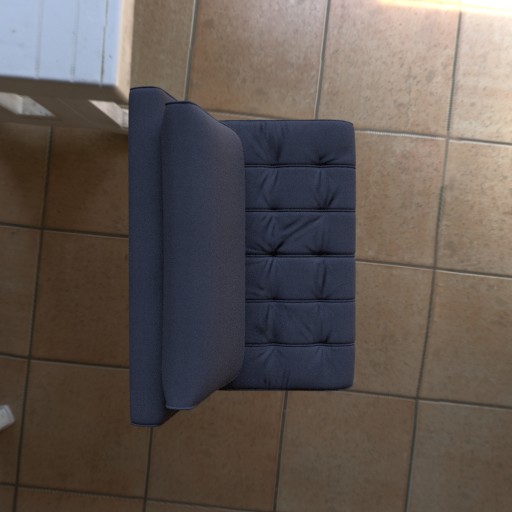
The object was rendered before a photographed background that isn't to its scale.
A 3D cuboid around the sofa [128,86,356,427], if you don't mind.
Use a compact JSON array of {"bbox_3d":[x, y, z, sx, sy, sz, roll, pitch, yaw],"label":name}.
[{"bbox_3d":[0.000,0.000,1.905,0.910,0.910,1.220,0,91,0],"label":"sofa"}]
